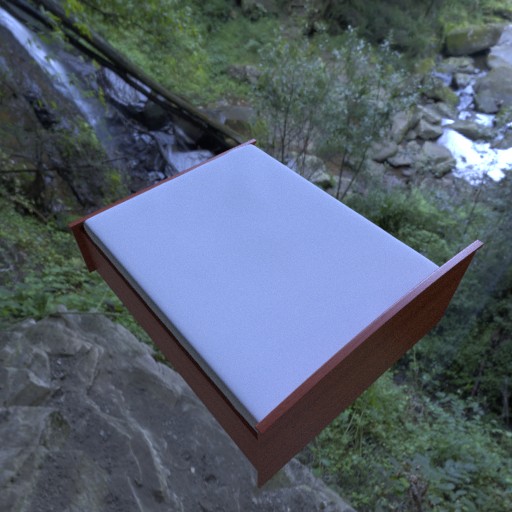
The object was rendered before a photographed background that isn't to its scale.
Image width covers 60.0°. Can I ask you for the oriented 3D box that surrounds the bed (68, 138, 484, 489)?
[{"bbox_3d":[0.000,0.000,2.961,1.683,0.848,2.053,-32,54,-26],"label":"bed"}]
